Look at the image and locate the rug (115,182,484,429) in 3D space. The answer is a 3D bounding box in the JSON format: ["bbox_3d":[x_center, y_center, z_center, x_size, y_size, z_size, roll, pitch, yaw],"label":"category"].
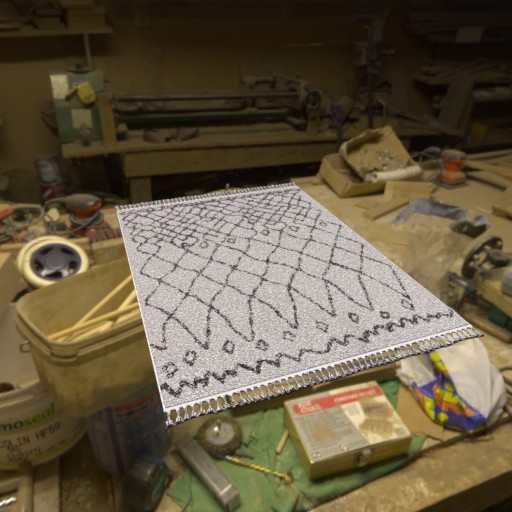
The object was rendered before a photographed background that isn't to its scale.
[{"bbox_3d":[0.000,0.000,2.929,1.613,0.017,2.312,-10,31,-18],"label":"rug"}]
